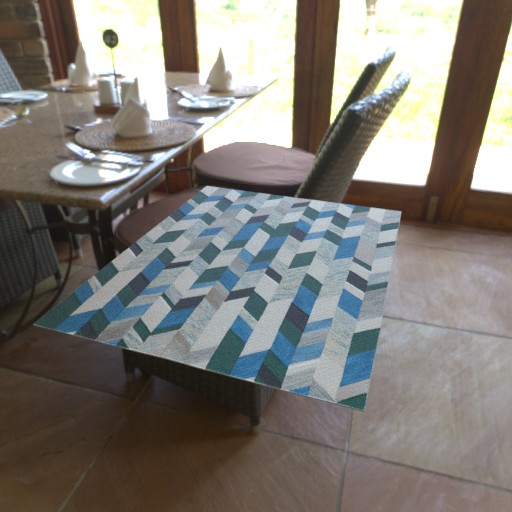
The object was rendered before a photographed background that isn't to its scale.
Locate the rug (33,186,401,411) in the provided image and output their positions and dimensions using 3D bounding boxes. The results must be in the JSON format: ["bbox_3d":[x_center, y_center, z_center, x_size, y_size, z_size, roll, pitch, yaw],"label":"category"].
[{"bbox_3d":[0.000,0.000,4.158,2.440,0.008,3.036,10,31,17],"label":"rug"}]
